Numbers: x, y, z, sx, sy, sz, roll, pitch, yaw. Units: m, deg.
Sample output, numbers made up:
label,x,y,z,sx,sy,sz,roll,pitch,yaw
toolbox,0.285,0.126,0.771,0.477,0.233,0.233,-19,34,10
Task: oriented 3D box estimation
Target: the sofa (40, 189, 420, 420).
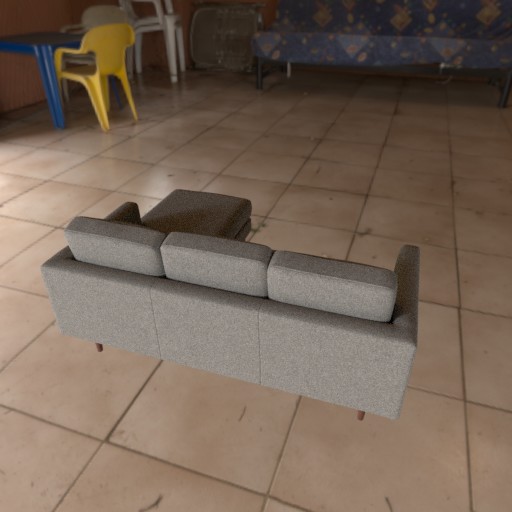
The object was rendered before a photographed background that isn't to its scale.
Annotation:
label,x,y,z,sx,sy,sz,roll,pitch,yaw
sofa,0.000,0.000,3.015,2.055,0.957,1.667,10,34,15
